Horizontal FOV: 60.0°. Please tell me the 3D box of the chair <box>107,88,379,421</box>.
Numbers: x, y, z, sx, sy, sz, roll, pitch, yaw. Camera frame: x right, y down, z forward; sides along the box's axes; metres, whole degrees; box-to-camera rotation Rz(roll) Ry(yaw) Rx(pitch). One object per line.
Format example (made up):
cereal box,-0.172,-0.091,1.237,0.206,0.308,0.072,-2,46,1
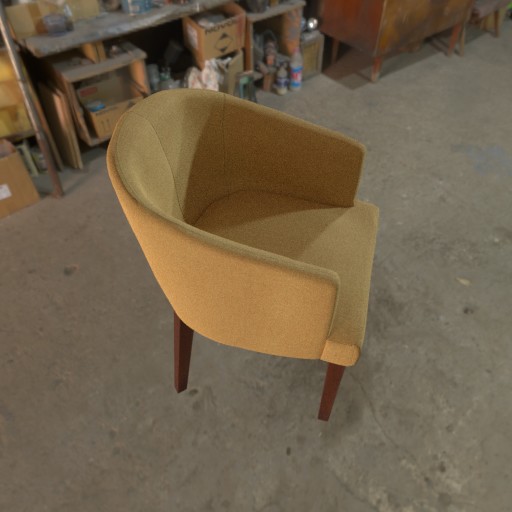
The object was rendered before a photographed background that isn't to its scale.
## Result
chair,0.000,0.000,1.272,0.655,0.811,0.583,11,48,11
